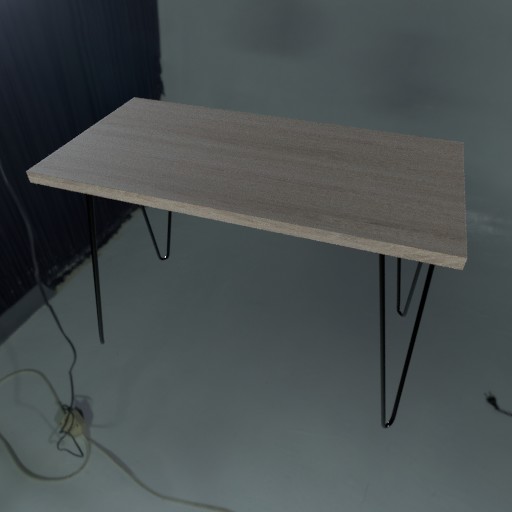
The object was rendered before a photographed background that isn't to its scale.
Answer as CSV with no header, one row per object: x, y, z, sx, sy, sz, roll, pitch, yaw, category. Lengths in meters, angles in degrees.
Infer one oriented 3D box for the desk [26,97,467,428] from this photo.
0.000,0.000,1.332,0.991,0.660,0.499,12,42,14,desk
